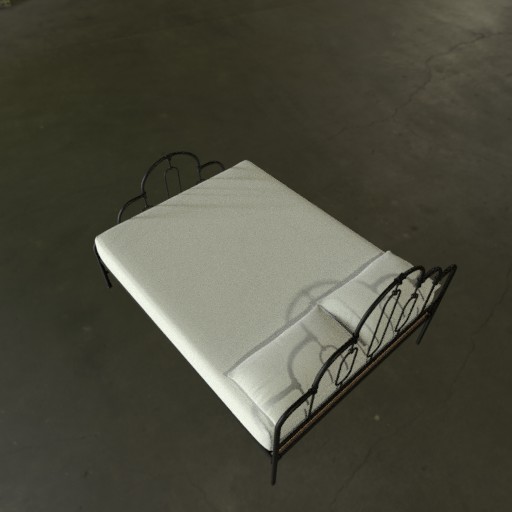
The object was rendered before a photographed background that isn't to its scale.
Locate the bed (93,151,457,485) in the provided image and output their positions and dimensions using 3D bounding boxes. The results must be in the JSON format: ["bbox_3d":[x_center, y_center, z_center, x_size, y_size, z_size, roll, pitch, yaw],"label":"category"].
[{"bbox_3d":[0.000,0.000,3.237,1.626,1.444,2.181,-33,55,-27],"label":"bed"}]
